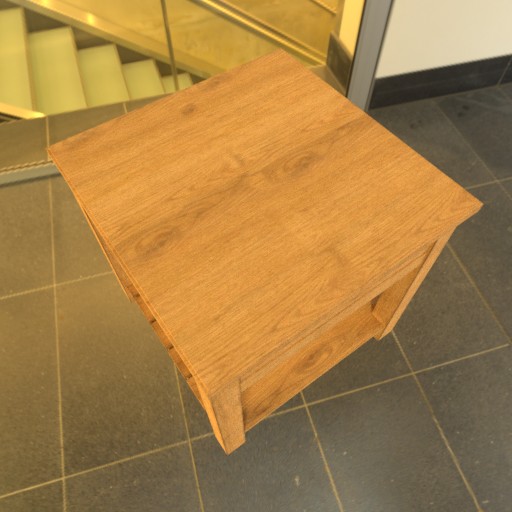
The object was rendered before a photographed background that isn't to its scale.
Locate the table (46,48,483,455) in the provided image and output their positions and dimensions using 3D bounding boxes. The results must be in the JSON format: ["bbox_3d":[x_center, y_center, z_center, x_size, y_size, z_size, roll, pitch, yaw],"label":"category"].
[{"bbox_3d":[0.000,0.000,1.106,0.612,0.593,0.616,-31,62,-19],"label":"table"}]
